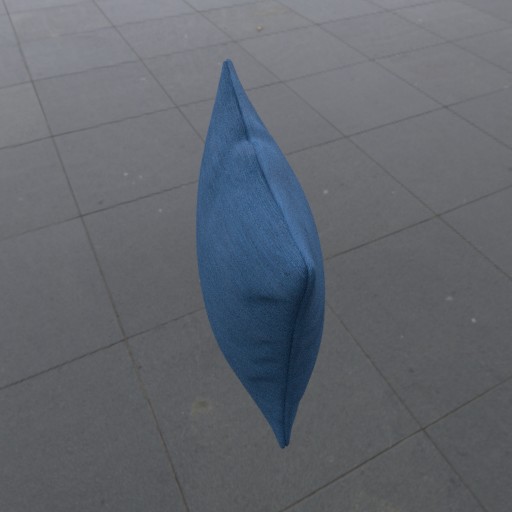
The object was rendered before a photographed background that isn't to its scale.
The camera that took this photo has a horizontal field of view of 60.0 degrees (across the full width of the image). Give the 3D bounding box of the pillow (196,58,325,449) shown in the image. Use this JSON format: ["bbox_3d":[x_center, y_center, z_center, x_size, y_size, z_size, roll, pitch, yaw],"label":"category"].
[{"bbox_3d":[0.000,0.000,0.672,0.177,0.420,0.437,-9,47,-8],"label":"pillow"}]
